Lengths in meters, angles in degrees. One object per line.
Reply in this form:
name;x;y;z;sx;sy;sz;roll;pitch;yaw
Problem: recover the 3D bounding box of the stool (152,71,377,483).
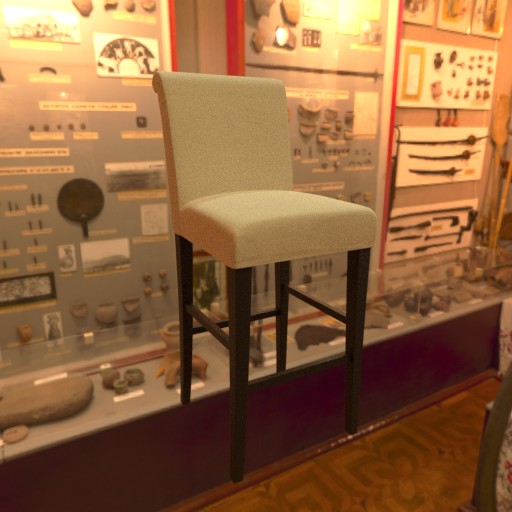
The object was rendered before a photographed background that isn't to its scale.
stool;0.000;0.000;1.410;0.452;1.124;0.597;-8;18;-28
